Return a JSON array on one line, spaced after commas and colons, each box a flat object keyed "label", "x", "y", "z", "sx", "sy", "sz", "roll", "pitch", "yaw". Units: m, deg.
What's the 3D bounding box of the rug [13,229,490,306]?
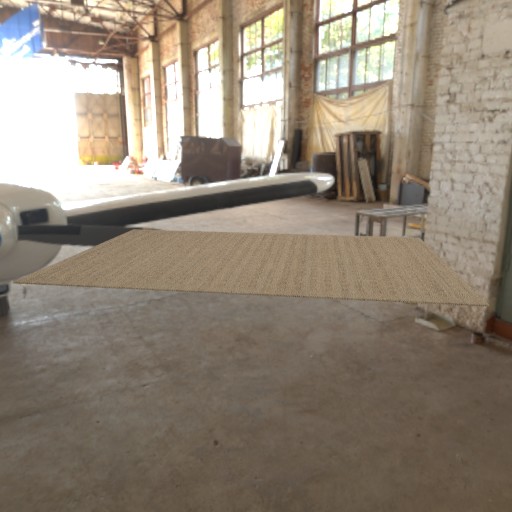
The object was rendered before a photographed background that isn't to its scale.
[{"label": "rug", "x": 0.000, "y": 0.000, "z": 2.156, "sx": 1.752, "sy": 0.006, "sz": 1.142, "roll": 2, "pitch": 14, "yaw": 8}]
